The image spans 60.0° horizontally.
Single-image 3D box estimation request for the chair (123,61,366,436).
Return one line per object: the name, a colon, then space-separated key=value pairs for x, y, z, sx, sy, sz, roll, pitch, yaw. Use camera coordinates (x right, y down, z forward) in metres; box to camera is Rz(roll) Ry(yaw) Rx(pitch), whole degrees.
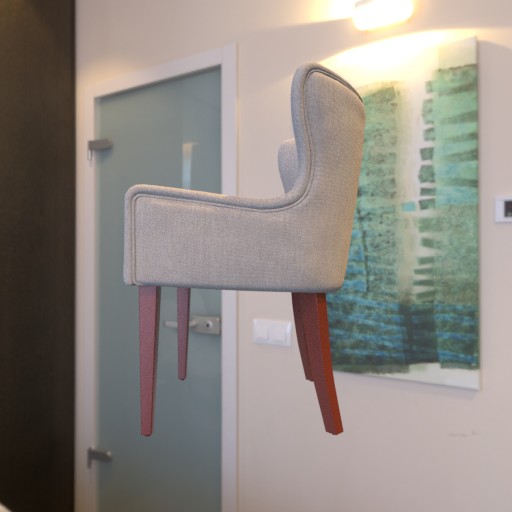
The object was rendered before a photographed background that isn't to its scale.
chair: x=0.000 y=0.000 z=1.430 sx=0.677 sy=0.948 sz=0.732 roll=0 pitch=0 yaw=0
